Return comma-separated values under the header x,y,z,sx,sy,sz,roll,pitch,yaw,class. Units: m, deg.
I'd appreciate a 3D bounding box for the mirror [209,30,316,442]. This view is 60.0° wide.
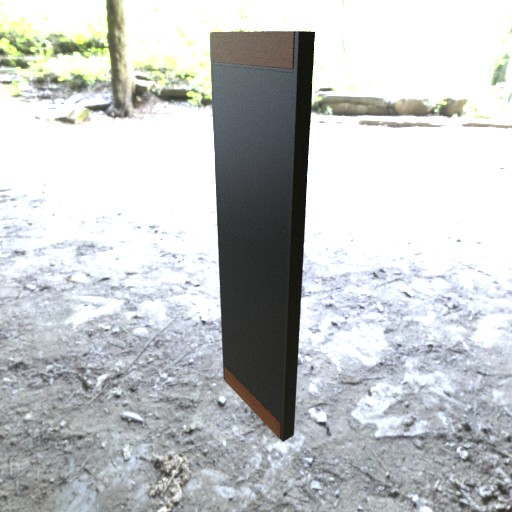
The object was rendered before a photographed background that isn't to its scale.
x,y,z,sx,sy,sz,roll,pitch,yaw,class
0.000,0.000,1.241,0.047,1.123,0.343,-18,32,-32,mirror
